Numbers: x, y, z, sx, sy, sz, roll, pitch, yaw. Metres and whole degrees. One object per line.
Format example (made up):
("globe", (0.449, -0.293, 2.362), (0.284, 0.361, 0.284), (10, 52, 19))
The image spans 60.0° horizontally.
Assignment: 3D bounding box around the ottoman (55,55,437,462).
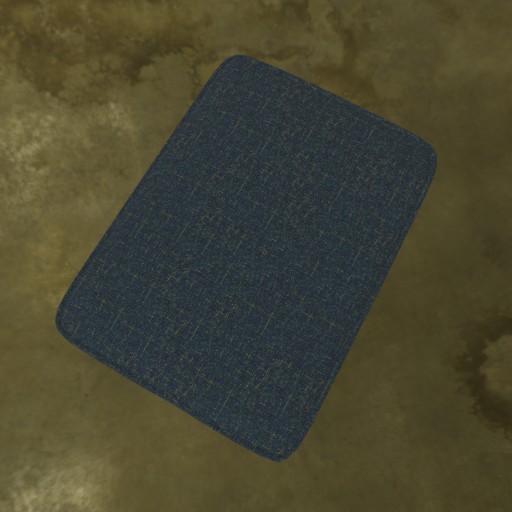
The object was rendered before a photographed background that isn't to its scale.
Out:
("ottoman", (0.000, 0.000, 1.088), (0.549, 0.450, 0.749), (28, 77, 7))
